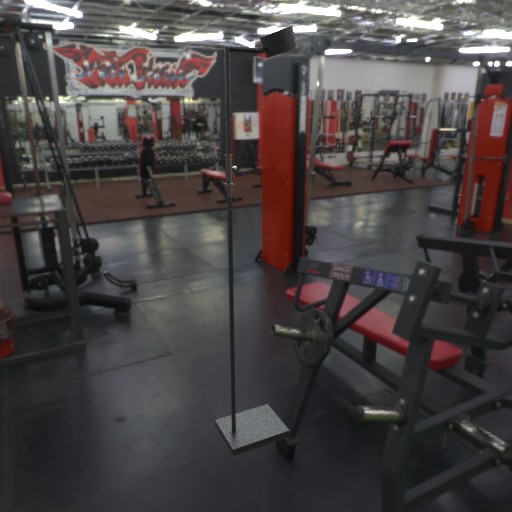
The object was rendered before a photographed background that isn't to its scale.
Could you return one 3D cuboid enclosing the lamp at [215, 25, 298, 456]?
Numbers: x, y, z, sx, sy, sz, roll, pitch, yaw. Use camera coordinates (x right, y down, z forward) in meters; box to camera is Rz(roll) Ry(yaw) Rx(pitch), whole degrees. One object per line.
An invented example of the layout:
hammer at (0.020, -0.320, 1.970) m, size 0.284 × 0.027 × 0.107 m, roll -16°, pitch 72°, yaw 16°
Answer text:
lamp at (0.000, 0.000, 1.690) m, size 0.304 × 1.600 × 0.203 m, roll -8°, pitch 19°, yaw -25°
